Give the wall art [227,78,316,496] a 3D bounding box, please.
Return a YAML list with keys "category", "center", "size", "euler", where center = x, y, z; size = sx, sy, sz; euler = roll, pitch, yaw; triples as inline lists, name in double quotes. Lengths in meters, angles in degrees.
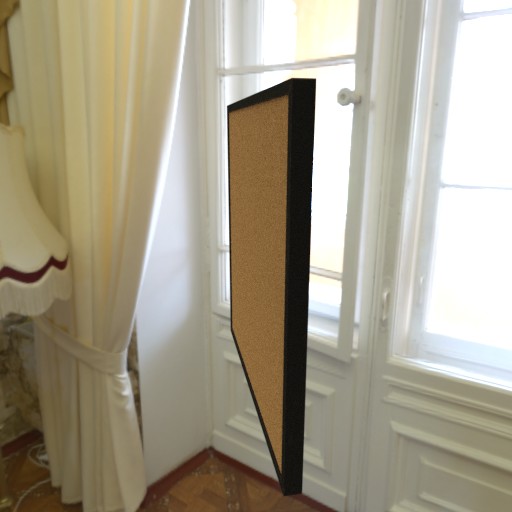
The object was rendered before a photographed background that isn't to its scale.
- category: "wall art"
  center: [0.000, 0.000, 1.122]
  size: [0.037, 0.761, 0.761]
  euler: [-3, 16, -11]
